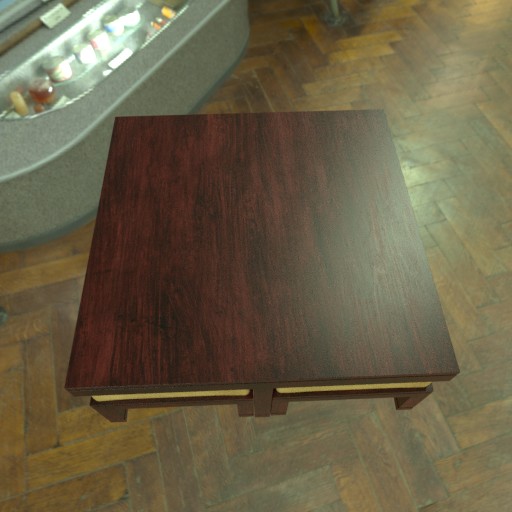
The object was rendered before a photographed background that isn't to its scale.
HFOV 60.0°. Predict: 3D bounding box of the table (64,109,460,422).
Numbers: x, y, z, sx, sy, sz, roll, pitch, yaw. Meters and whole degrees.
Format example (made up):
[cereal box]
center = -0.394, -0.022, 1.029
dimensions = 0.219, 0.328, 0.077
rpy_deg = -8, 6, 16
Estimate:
[table]
center = 0.000, 0.000, 1.346
dimensions = 0.865, 0.356, 0.865
rpy_deg = -2, 58, -1
